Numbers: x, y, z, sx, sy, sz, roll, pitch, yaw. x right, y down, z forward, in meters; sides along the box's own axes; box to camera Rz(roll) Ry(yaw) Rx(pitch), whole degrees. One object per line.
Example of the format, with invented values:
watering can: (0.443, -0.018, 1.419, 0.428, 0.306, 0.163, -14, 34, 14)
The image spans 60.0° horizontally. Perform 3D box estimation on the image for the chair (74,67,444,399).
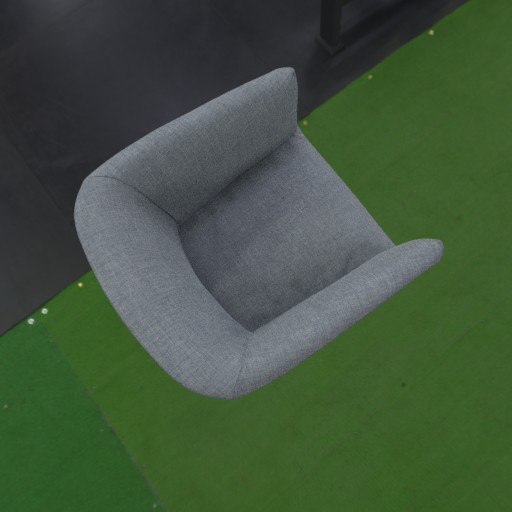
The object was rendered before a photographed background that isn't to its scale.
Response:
chair: (0.000, 0.000, 1.249, 0.668, 0.771, 0.600, -35, 78, -8)
